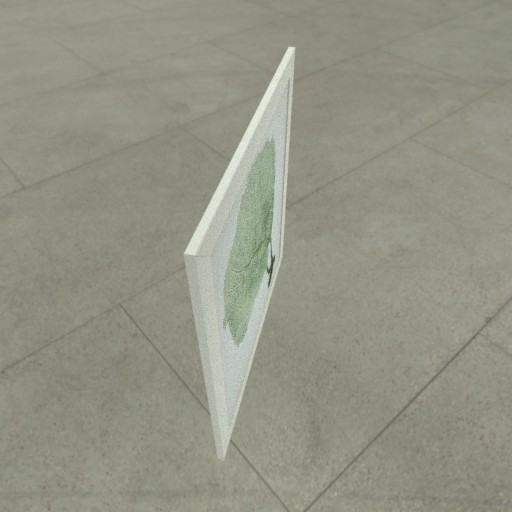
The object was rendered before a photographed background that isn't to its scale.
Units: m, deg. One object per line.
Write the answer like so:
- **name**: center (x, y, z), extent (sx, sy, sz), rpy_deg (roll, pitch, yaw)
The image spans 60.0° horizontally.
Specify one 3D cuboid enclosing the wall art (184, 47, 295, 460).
- **wall art**: center (0.000, 0.000, 0.877), extent (0.013, 0.584, 0.584), rpy_deg (10, 47, 10)
